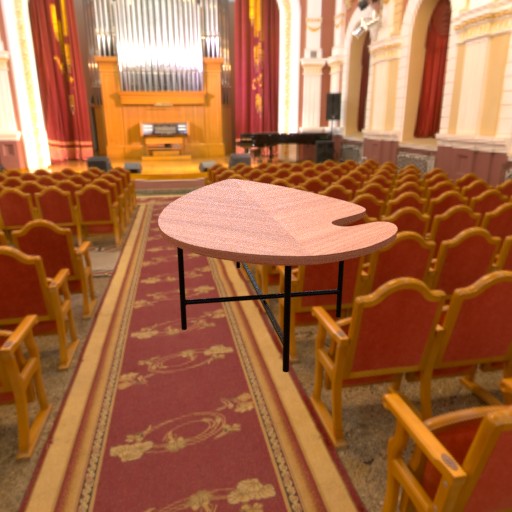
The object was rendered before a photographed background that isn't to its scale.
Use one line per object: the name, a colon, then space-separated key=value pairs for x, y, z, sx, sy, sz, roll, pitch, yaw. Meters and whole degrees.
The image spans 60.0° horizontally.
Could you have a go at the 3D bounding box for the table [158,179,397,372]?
table: x=0.000 y=0.000 z=1.465 sx=0.598 sy=0.360 sz=1.199 roll=-3 pitch=17 yaw=-10
